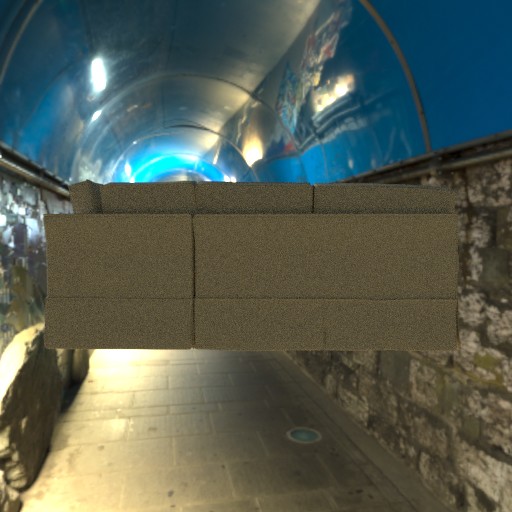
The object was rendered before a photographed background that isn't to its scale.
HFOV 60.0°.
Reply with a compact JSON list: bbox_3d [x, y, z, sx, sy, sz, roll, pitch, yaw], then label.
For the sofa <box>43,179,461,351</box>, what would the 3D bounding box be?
[{"bbox_3d":[0.000,0.000,3.982,2.591,1.070,2.597,0,2,1],"label":"sofa"}]
